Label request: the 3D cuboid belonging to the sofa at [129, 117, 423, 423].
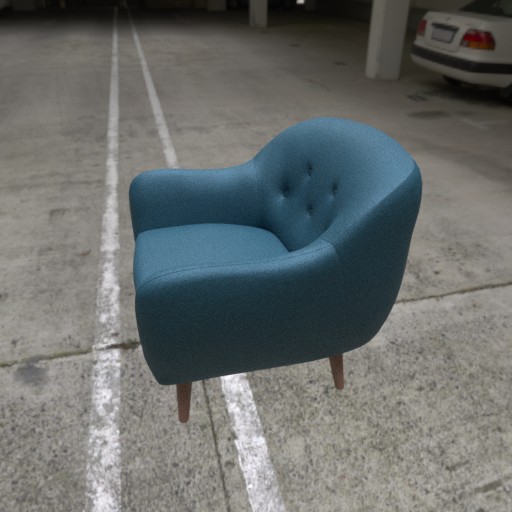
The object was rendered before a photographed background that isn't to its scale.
[{"bbox_3d":[0.000,0.000,1.527,0.825,0.817,0.836,-7,30,-13],"label":"sofa"}]
